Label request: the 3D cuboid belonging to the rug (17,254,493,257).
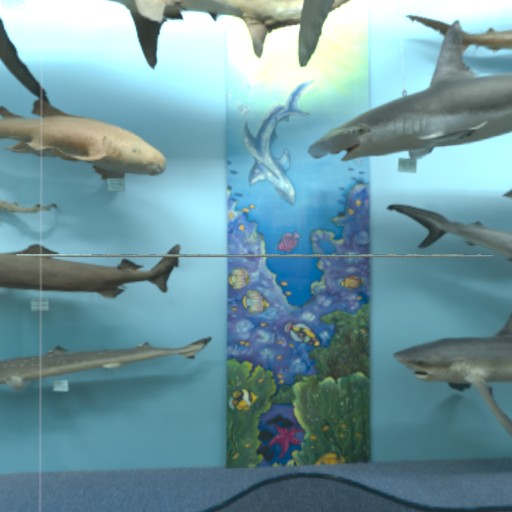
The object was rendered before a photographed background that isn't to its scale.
[{"bbox_3d":[0.000,0.000,2.652,2.446,0.011,0.768,0,0,-1],"label":"rug"}]
